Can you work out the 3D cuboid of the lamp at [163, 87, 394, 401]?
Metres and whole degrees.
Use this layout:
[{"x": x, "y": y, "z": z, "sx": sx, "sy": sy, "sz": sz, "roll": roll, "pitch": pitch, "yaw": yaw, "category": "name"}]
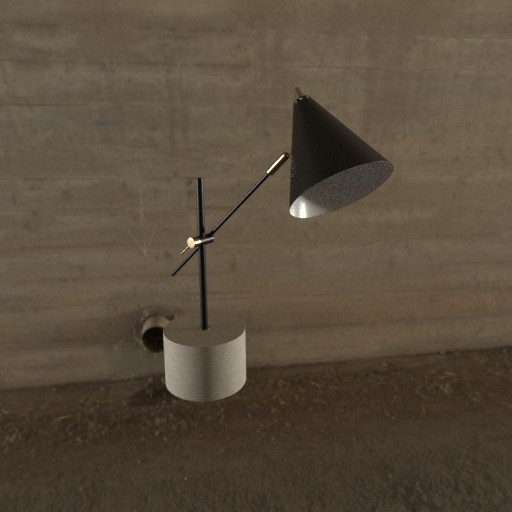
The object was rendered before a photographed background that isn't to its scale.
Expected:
[{"x": 0.000, "y": 0.000, "z": 0.725, "sx": 0.214, "sy": 0.518, "sz": 0.403, "roll": -14, "pitch": 21, "yaw": -41, "category": "lamp"}]
